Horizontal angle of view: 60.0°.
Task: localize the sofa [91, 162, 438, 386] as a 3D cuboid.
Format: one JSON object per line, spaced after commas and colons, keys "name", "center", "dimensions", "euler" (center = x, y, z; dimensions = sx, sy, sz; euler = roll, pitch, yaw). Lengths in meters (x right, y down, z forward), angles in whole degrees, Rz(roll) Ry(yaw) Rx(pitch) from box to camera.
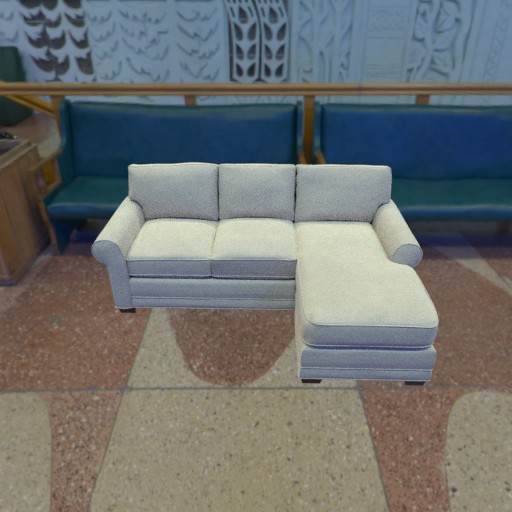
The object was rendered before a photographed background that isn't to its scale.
{"name": "sofa", "center": [0.000, 0.000, 2.451], "dimensions": [1.770, 0.734, 1.226], "euler": [1, 30, 1]}
